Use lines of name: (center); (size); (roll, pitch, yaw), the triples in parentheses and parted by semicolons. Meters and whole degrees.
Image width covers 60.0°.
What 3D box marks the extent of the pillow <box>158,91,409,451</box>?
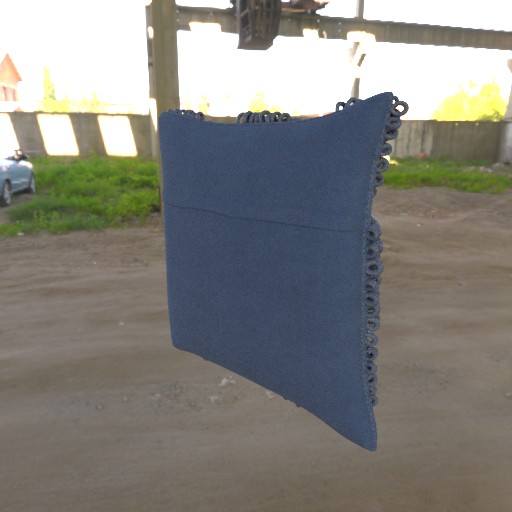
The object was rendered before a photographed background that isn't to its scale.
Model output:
pillow: (0.000, 0.000, 0.708); (0.469, 0.466, 0.172); (14, 20, 42)
